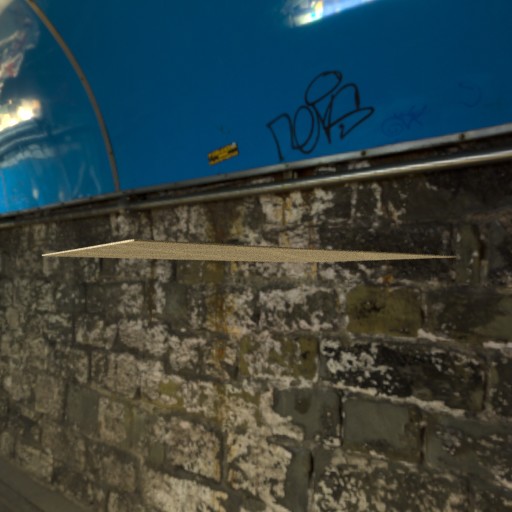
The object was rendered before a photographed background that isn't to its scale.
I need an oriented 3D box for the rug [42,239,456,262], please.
[{"bbox_3d":[0.000,0.000,2.920,2.284,0.008,1.522,2,-3,-37],"label":"rug"}]
